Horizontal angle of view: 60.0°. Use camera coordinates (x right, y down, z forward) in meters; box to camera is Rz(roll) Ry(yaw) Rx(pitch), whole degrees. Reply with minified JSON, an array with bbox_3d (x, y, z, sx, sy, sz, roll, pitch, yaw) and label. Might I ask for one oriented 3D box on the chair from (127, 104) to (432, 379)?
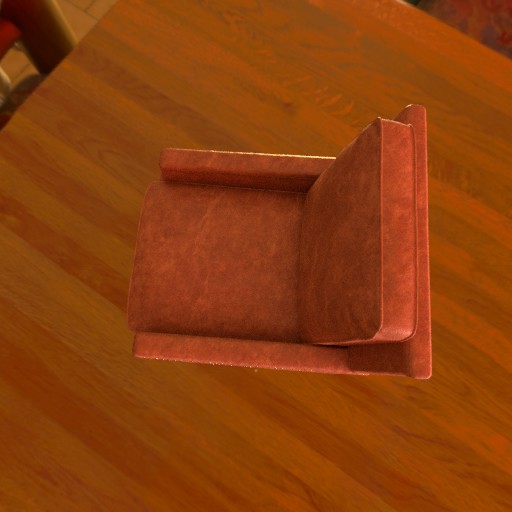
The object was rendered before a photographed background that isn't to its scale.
[{"bbox_3d":[0.000,0.000,1.755,1.035,1.054,0.854,4,76,1],"label":"chair"}]
